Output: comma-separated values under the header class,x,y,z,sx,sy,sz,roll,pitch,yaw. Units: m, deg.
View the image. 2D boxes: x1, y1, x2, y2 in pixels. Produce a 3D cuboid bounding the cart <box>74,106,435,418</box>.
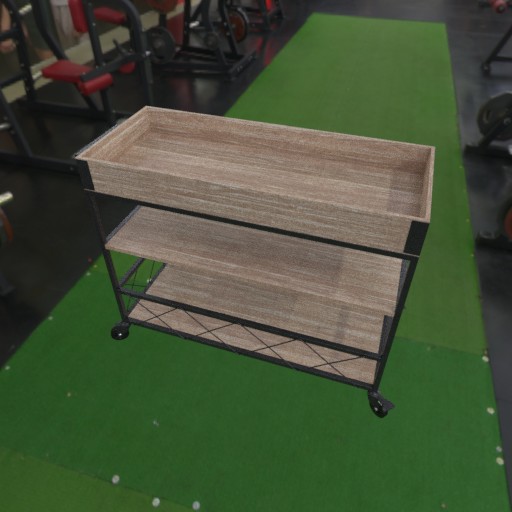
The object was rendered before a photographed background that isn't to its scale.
class,x,y,z,sx,sy,sz,roll,pitch,yaw
cart,0.000,0.000,1.532,1.101,0.787,0.500,12,42,14
